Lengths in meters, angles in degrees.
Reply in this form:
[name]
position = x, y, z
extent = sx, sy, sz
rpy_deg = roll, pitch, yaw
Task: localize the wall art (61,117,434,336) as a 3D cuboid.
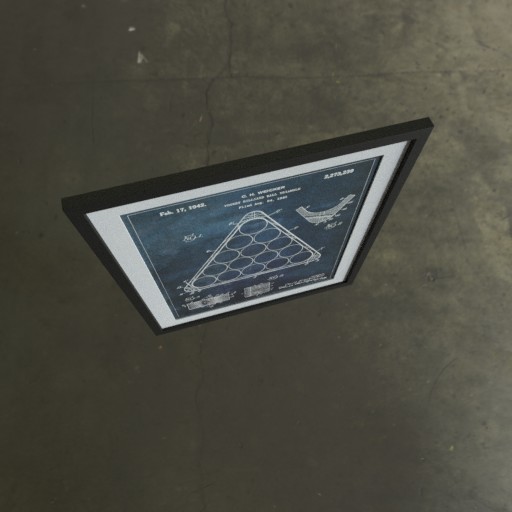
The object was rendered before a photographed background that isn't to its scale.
[wall art]
position = 0.000, 0.000, 1.262
extent = 0.755, 0.863, 0.028
rpy_deg = -14, 65, -7
